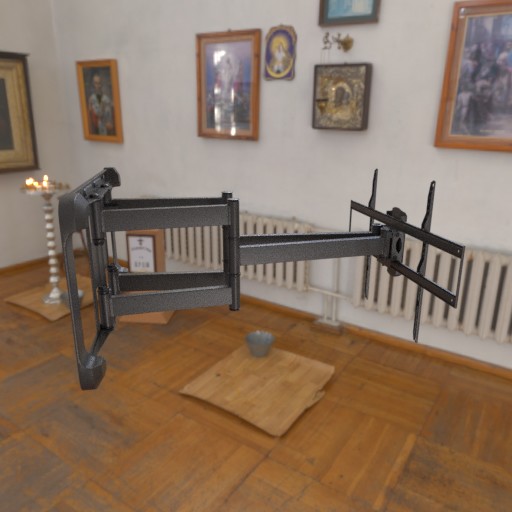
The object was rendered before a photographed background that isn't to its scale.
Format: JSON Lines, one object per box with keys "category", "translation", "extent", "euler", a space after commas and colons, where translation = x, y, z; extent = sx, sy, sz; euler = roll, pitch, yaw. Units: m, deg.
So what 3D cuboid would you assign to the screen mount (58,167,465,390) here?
{"category": "screen mount", "translation": [0.000, 0.000, 1.326], "extent": [0.905, 0.483, 0.725], "euler": [-3, 17, -10]}
